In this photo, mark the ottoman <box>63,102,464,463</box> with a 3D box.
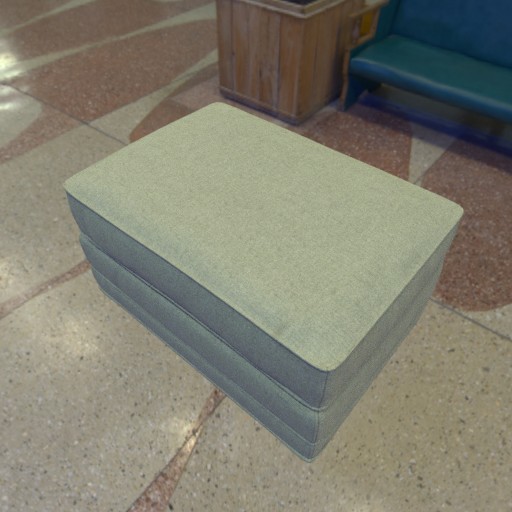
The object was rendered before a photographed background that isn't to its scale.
[{"bbox_3d":[0.000,0.000,1.226,0.848,0.508,0.611,32,54,27],"label":"ottoman"}]
